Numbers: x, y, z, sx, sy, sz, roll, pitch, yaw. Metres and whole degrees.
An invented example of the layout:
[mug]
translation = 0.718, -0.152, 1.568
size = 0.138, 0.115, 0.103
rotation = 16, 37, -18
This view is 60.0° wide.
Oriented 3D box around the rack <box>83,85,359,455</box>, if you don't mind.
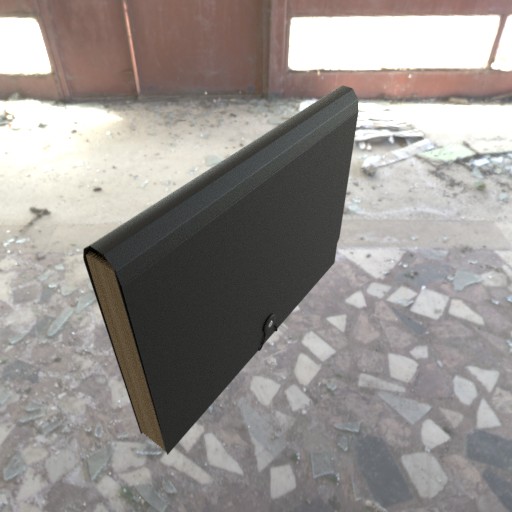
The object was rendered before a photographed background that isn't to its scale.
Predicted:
[rack]
translation = 0.000, 0.000, 0.443
size = 0.041, 0.241, 0.330
rotation = 25, 46, 26
